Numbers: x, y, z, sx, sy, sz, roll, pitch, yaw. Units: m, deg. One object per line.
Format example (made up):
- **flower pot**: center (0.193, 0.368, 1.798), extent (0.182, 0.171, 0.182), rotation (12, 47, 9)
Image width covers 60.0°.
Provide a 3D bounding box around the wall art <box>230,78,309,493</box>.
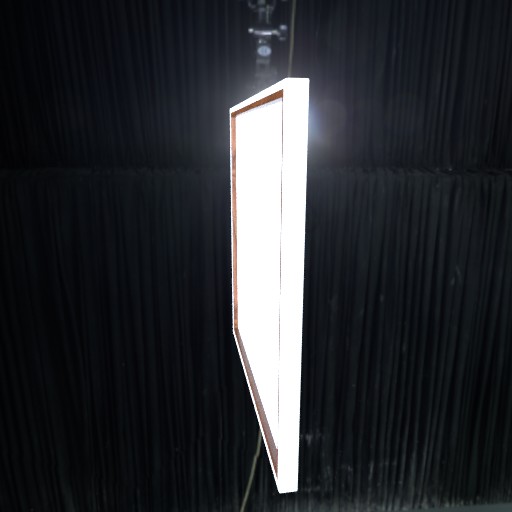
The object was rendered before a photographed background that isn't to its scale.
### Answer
- **wall art**: center (0.000, 0.000, 1.505), extent (0.049, 1.009, 1.009), rotation (-3, 15, -9)
